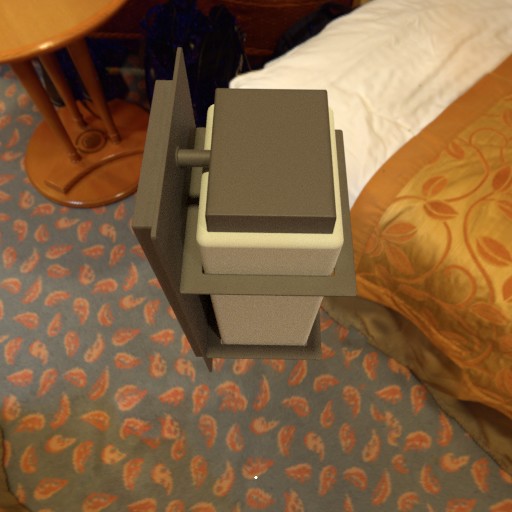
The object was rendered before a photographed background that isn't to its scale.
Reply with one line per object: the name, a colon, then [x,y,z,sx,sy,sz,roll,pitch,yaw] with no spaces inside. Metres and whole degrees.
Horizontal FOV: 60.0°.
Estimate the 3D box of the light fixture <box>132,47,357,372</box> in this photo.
light fixture: [0.000,0.000,0.430,0.146,0.347,0.153,1,63,0]
